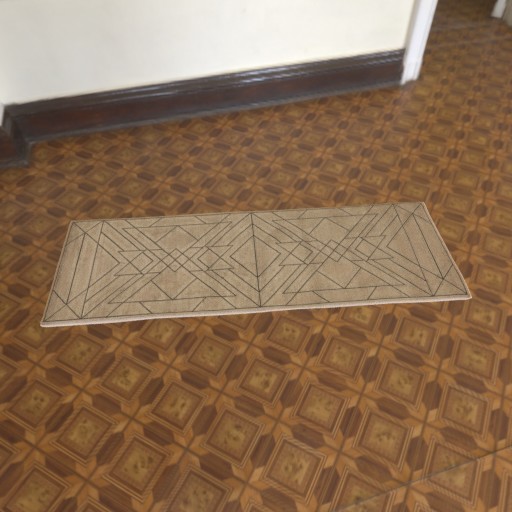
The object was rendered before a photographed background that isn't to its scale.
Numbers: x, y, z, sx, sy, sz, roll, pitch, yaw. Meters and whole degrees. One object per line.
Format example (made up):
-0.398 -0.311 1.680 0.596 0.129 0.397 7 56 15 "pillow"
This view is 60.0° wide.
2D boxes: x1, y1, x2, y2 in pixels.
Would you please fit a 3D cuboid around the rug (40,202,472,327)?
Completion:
0.000 0.000 2.702 2.381 0.036 0.831 -3 47 -3 "rug"
